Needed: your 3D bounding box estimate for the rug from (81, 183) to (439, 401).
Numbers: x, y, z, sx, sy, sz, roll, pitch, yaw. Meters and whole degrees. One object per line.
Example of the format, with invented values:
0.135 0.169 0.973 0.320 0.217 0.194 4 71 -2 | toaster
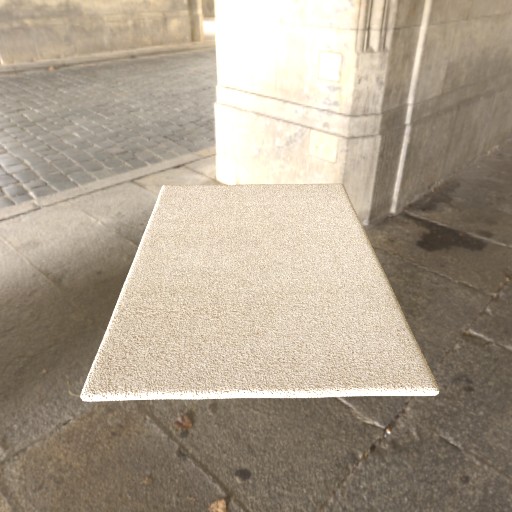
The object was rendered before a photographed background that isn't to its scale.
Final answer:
0.000 0.000 2.247 1.219 0.030 1.778 -1 32 -1 | rug
